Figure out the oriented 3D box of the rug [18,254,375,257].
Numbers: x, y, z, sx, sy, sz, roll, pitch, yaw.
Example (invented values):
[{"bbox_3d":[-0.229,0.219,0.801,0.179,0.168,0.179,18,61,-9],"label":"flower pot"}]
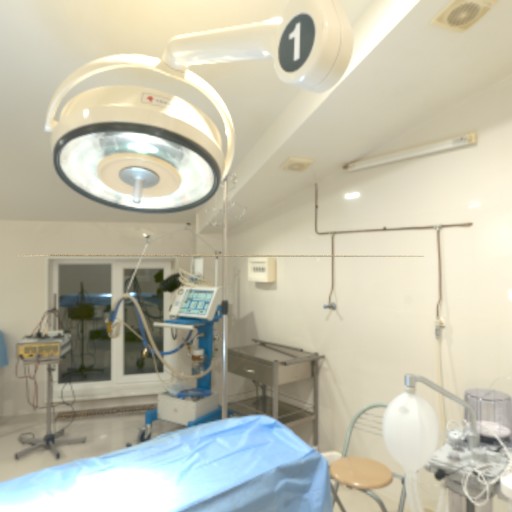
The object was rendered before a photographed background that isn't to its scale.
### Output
[{"bbox_3d":[0.000,0.000,2.653,2.437,0.005,0.688,0,0,-37],"label":"rug"}]
